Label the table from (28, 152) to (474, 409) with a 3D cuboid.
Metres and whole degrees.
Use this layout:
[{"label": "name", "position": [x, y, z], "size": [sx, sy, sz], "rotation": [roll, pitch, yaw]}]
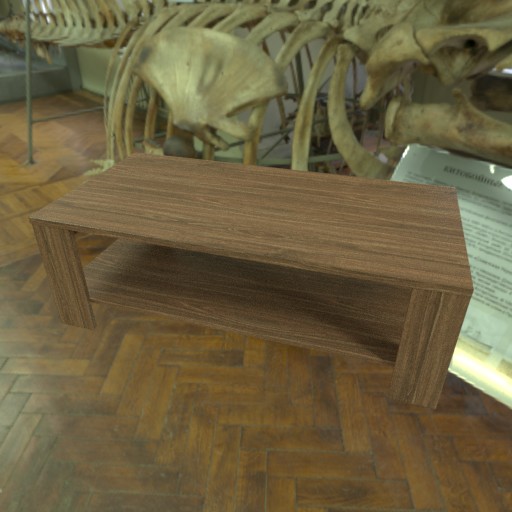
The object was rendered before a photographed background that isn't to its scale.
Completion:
[{"label": "table", "position": [0.000, 0.000, 1.484], "size": [1.200, 0.400, 0.600], "rotation": [9, 33, 15]}]
